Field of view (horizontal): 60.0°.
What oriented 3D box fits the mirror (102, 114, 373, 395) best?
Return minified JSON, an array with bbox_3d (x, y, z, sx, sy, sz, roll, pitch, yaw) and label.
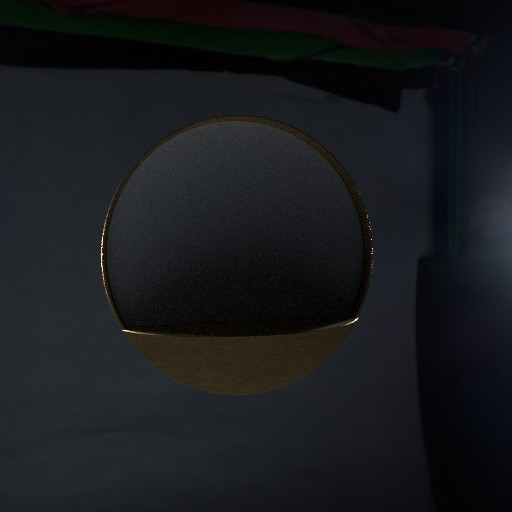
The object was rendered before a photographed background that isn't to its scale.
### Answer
[{"bbox_3d":[0.000,0.000,0.689,0.457,0.457,0.133,0,1,-17],"label":"mirror"}]
